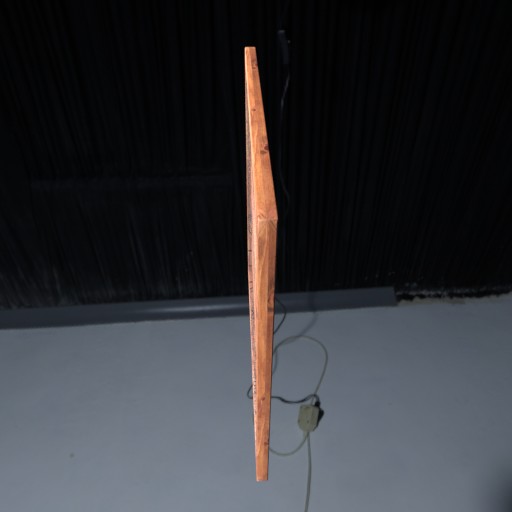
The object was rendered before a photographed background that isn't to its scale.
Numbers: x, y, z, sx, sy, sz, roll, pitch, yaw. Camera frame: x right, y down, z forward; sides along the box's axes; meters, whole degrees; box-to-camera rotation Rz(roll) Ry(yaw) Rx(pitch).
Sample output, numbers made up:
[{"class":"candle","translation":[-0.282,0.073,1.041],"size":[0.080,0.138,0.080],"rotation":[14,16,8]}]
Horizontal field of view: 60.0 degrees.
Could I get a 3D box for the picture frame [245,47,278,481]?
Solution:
[{"class":"picture frame","translation":[0.000,0.000,1.171],"size":[0.029,0.817,0.810],"rotation":[-1,40,-2]}]
